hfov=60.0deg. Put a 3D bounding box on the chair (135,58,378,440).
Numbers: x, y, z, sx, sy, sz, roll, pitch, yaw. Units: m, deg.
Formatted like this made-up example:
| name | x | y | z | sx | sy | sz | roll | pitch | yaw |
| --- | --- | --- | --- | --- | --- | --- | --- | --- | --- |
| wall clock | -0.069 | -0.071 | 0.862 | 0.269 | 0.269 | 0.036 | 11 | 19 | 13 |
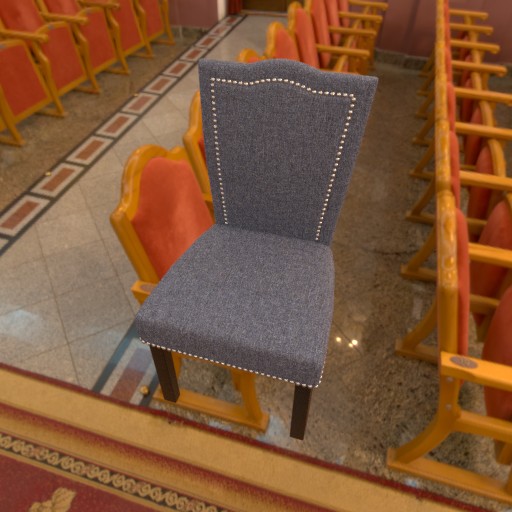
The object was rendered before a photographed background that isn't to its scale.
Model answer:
| name | x | y | z | sx | sy | sz | roll | pitch | yaw |
| --- | --- | --- | --- | --- | --- | --- | --- | --- | --- |
| chair | 0.000 | 0.000 | 1.296 | 0.518 | 0.946 | 0.589 | 12 | 43 | 13 |
